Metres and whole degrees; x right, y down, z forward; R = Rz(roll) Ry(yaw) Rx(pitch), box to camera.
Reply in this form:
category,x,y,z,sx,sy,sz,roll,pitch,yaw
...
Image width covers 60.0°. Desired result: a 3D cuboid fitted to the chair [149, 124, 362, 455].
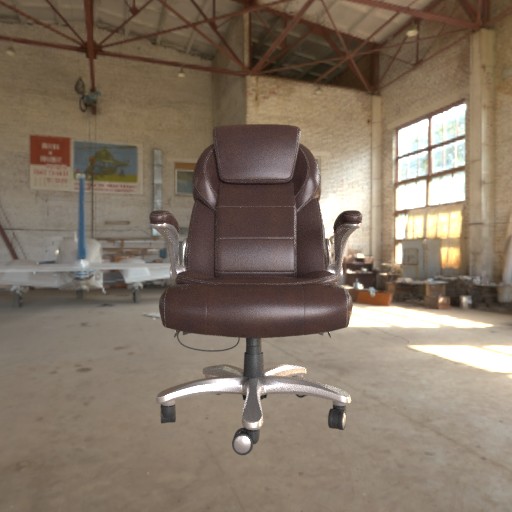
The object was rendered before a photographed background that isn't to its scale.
category,x,y,z,sx,sy,sz,roll,pitch,yaw
chair,0.000,0.000,1.658,0.733,1.160,0.774,0,0,0
